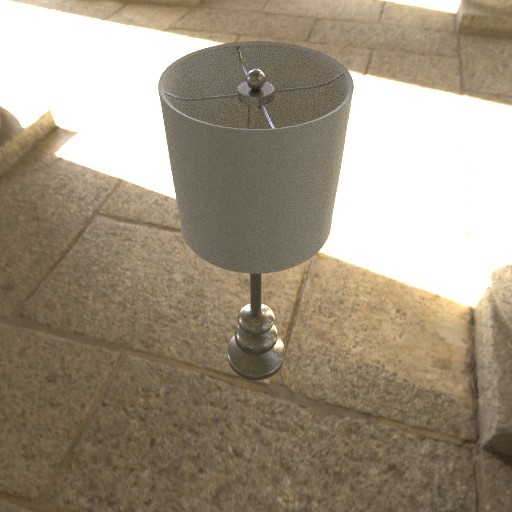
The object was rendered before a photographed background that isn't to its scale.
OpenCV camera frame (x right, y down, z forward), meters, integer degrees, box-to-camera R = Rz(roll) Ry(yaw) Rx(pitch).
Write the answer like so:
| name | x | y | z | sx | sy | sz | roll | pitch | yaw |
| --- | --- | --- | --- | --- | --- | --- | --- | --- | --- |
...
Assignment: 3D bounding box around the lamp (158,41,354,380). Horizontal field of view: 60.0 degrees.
| name | x | y | z | sx | sy | sz | roll | pitch | yaw |
| --- | --- | --- | --- | --- | --- | --- | --- | --- | --- |
| lamp | 0.000 | 0.000 | 0.817 | 0.254 | 0.690 | 0.254 | -9 | 47 | -9 |
